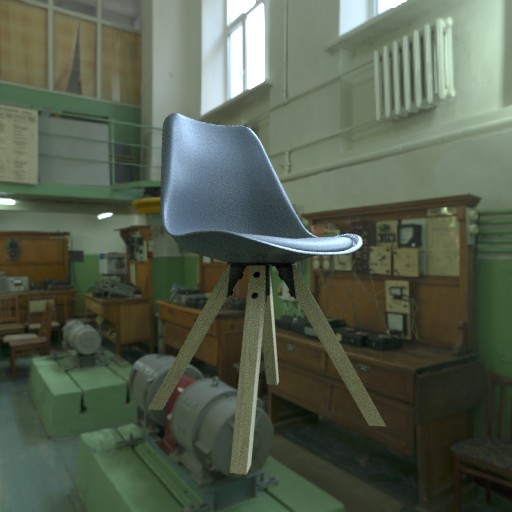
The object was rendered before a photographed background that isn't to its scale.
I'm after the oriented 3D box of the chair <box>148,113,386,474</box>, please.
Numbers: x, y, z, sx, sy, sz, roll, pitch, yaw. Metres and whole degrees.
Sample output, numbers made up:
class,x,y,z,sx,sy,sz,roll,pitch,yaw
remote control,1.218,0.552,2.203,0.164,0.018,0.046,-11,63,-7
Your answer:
class,x,y,z,sx,sy,sz,roll,pitch,yaw
chair,0.000,0.000,1.188,0.485,0.850,0.550,0,0,-35
